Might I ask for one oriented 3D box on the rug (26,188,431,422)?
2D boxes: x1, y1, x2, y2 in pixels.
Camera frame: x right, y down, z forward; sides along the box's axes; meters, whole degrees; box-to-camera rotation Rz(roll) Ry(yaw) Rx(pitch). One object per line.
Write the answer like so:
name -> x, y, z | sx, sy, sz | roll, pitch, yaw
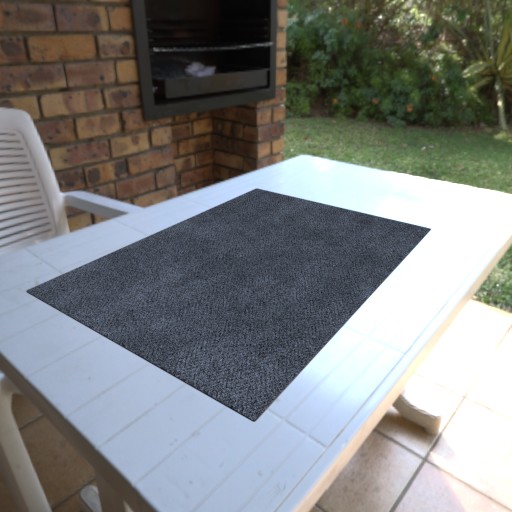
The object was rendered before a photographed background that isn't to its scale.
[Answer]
rug -> 0.000, 0.000, 2.895 | 1.600, 0.008, 2.235 | 18, 32, 31
